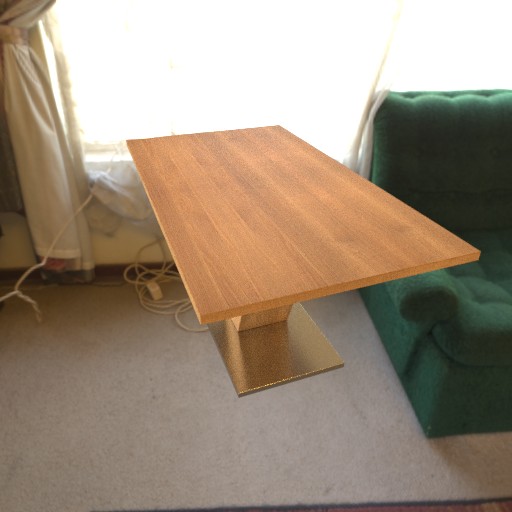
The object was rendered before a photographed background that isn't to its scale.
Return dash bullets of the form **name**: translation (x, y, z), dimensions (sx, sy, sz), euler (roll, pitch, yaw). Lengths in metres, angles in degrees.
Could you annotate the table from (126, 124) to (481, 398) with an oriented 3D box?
- **table**: translation (0.000, 0.000, 2.083), dimensions (0.900, 0.750, 1.600), euler (-11, 33, -17)
